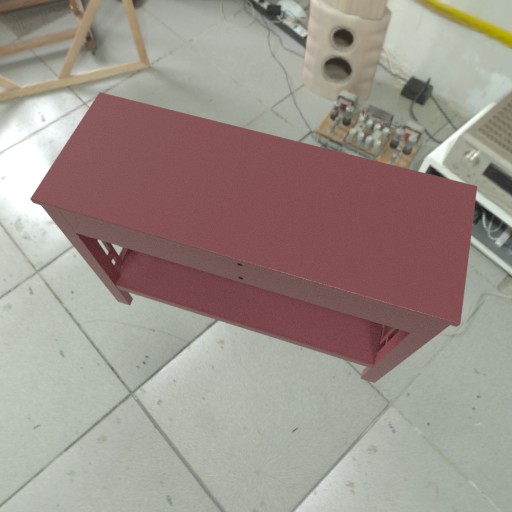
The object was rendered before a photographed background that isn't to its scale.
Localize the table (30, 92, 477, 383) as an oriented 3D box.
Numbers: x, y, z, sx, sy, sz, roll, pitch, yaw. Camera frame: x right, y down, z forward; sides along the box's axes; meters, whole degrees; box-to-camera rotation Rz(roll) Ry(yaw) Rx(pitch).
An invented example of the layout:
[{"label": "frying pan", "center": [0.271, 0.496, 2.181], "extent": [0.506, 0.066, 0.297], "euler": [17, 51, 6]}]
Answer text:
[{"label": "table", "center": [0.000, 0.000, 1.463], "extent": [1.068, 0.753, 0.397], "euler": [16, 65, 8]}]
